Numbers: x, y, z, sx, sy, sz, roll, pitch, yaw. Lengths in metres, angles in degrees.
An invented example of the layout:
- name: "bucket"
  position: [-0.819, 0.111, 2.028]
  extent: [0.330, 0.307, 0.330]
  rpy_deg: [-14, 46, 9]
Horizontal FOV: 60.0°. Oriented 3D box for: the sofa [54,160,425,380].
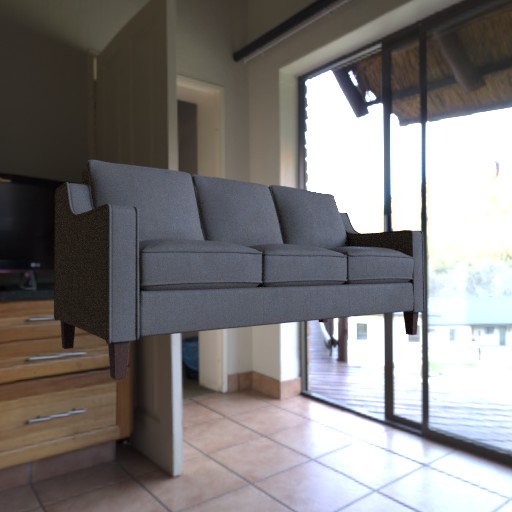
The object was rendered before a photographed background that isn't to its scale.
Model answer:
- name: "sofa"
  position: [0.000, 0.000, 2.558]
  extent: [1.986, 0.974, 0.911]
  rpy_deg: [1, -2, -36]
